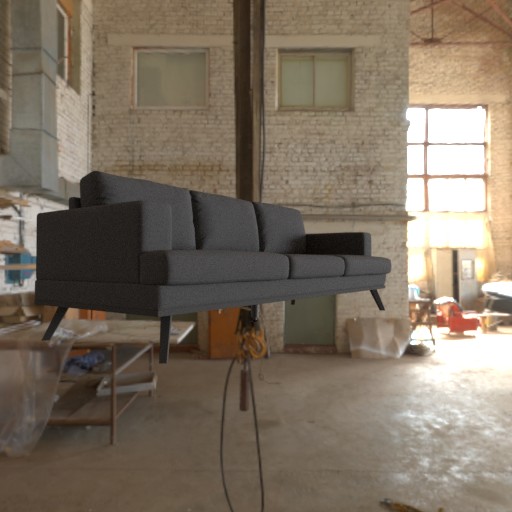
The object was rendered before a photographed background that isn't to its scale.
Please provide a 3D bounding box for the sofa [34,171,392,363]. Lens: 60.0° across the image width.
[{"bbox_3d":[0.000,0.000,2.743,0.920,0.810,2.310,-1,-1,36],"label":"sofa"}]
